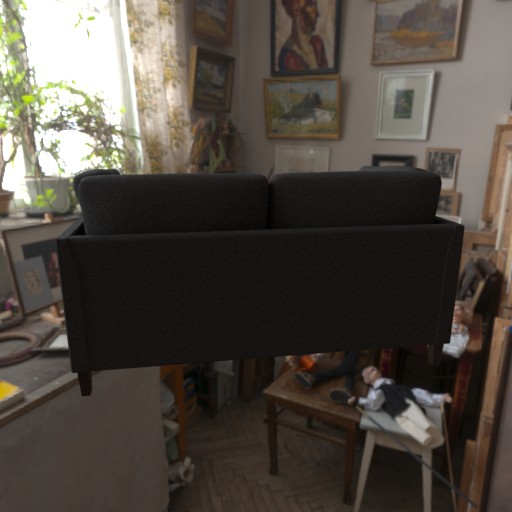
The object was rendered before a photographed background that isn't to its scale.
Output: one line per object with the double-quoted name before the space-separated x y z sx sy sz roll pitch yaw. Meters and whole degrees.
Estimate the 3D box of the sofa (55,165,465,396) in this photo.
"sofa" 0.000 0.000 2.325 1.751 0.920 0.969 -2 15 -9
